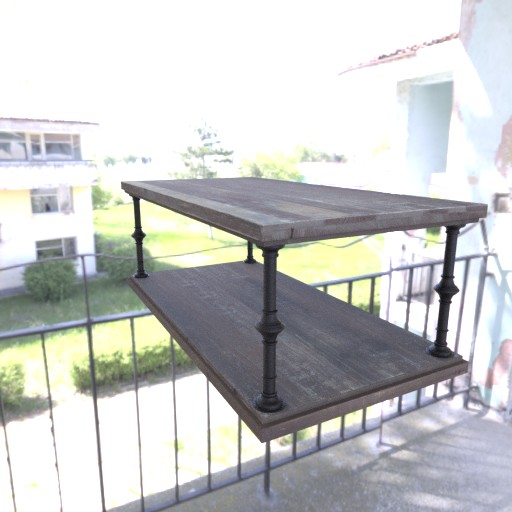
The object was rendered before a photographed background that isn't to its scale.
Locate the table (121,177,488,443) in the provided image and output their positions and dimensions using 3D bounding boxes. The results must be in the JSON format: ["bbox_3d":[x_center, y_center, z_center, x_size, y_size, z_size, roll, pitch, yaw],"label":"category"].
[{"bbox_3d":[0.000,0.000,1.341,0.554,0.399,1.088,-7,15,-27],"label":"table"}]
